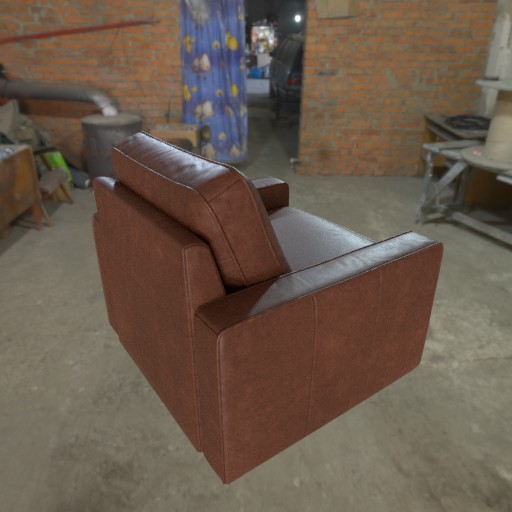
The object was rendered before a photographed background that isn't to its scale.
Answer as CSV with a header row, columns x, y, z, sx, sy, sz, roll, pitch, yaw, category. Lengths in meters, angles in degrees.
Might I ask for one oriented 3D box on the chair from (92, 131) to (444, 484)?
x,y,z,sx,sy,sz,roll,pitch,yaw,category
0.000,0.000,1.701,0.940,0.919,1.017,-18,31,-31,chair
